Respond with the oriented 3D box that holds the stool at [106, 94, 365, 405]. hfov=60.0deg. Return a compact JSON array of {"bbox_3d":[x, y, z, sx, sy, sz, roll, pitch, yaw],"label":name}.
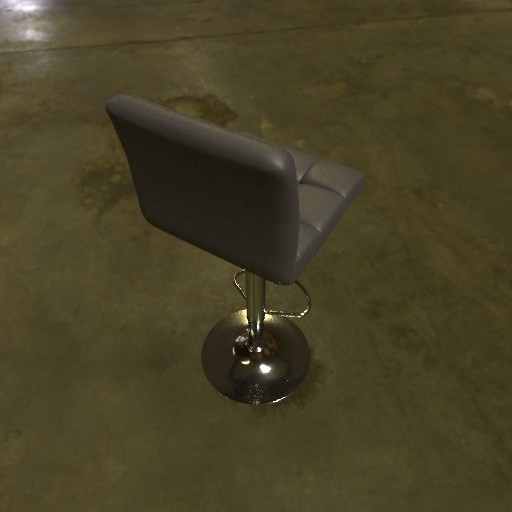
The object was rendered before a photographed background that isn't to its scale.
[{"bbox_3d":[0.000,0.000,1.331,0.430,1.115,0.505,24,51,21],"label":"stool"}]
